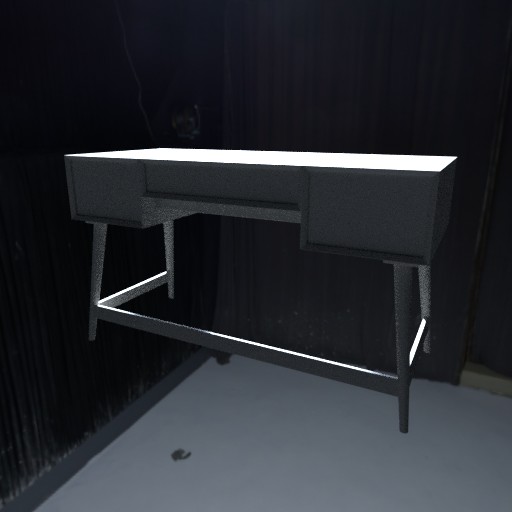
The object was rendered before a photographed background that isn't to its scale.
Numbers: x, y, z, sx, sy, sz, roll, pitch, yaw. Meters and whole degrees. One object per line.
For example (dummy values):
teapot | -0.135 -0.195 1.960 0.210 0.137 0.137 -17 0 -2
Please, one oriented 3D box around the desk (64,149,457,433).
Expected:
desk | 0.000 0.000 1.728 1.313 0.762 0.589 8 18 26
